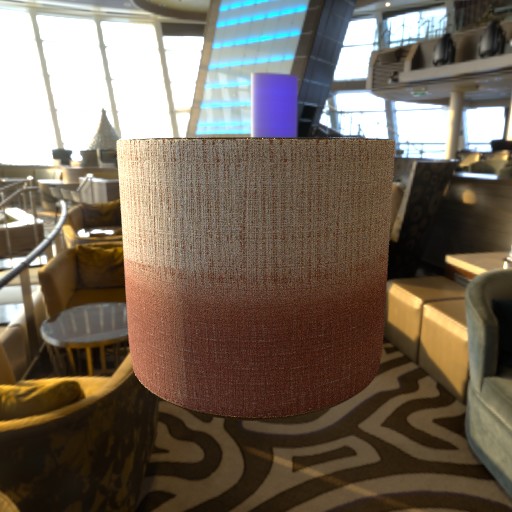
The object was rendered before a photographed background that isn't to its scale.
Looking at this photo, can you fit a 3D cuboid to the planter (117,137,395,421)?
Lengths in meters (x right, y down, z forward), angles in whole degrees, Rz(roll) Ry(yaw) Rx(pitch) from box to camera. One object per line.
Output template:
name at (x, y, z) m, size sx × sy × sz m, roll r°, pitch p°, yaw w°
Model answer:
planter at (0.000, 0.000, 0.309) m, size 0.178 × 0.157 × 0.178 m, roll 0°, pitch 14°, yaw 0°
